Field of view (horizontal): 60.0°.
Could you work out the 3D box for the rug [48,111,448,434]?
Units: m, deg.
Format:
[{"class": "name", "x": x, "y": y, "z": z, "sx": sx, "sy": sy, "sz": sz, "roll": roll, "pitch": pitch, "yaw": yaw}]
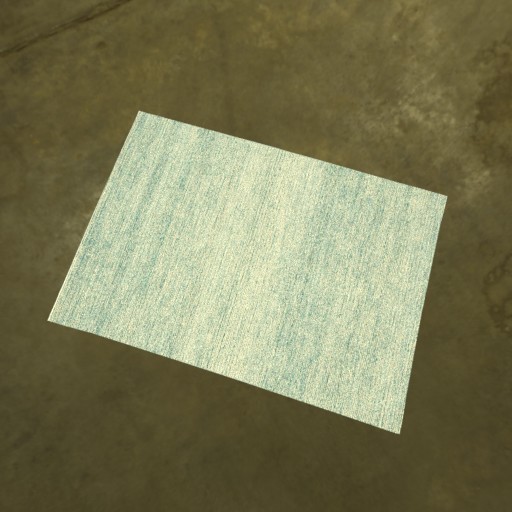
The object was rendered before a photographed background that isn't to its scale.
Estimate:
[{"class": "rug", "x": 0.000, "y": 0.000, "z": 2.950, "sx": 2.306, "sy": 0.030, "sz": 1.613, "roll": 17, "pitch": 75, "yaw": 5}]
